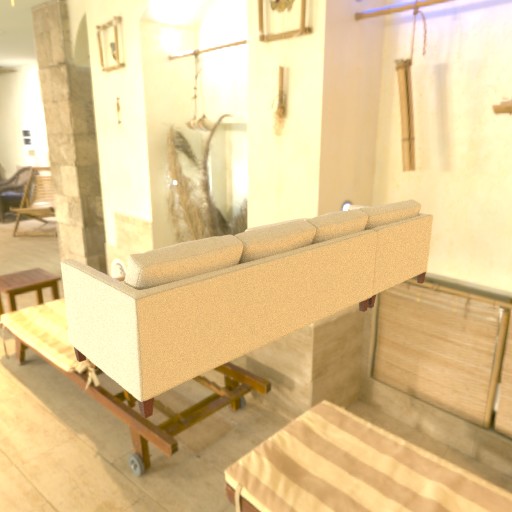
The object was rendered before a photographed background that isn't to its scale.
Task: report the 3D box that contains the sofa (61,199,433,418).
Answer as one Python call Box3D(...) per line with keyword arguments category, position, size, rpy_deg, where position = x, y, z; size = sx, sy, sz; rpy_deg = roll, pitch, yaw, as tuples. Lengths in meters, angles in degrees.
Box3D(category="sofa", position=(0.000, 0.000, 3.788), size=(3.186, 0.846, 1.625), rpy_deg=(-15, 21, -42))
